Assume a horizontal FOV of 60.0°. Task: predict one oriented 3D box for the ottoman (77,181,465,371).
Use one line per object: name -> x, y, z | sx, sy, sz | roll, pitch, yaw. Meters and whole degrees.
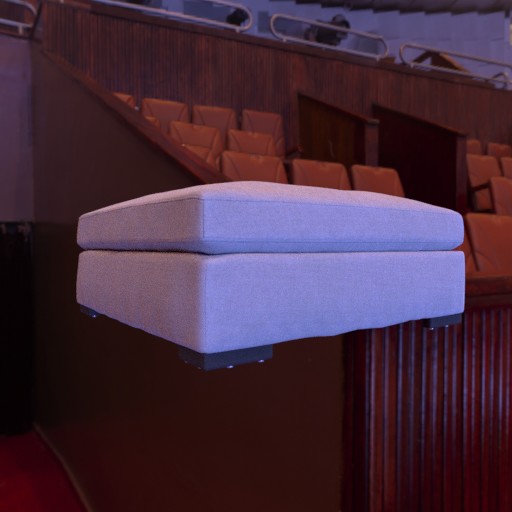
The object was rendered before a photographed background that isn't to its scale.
ottoman -> 0.000, 0.000, 1.826 | 1.171, 0.517, 1.203 | -1, 2, -36
